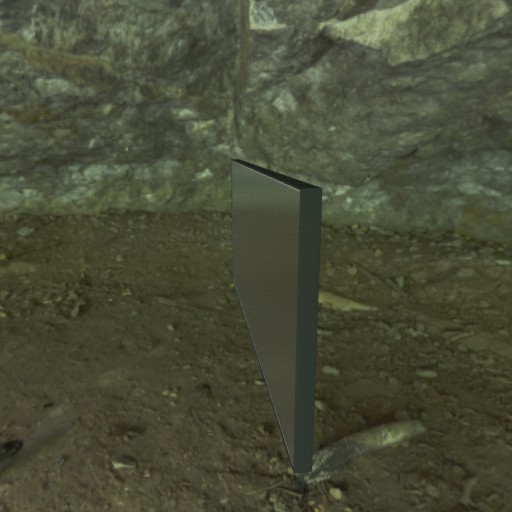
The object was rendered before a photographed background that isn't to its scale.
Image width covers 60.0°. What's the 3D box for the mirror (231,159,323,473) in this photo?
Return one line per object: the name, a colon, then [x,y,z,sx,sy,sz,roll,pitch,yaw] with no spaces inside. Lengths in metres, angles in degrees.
mirror: [0.000,0.000,1.754,0.047,0.692,1.584,-2,15,-8]
